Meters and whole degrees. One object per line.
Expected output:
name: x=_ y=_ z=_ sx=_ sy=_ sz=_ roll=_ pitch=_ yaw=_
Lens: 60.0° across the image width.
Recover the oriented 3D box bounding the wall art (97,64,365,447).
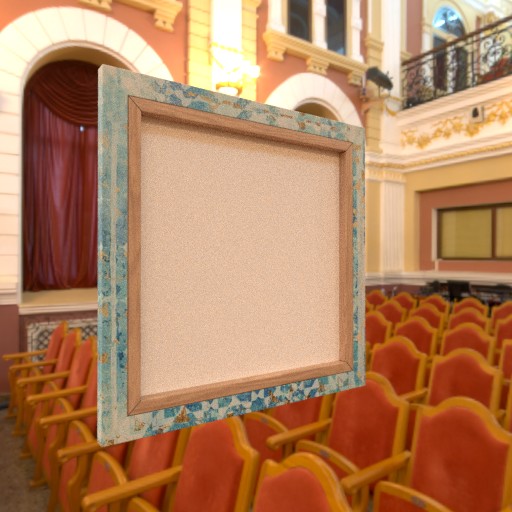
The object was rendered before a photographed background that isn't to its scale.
wall art: x=0.000 y=0.000 z=1.331 sx=0.916 sy=0.916 sz=0.040 roll=0 pitch=0 yaw=-34
